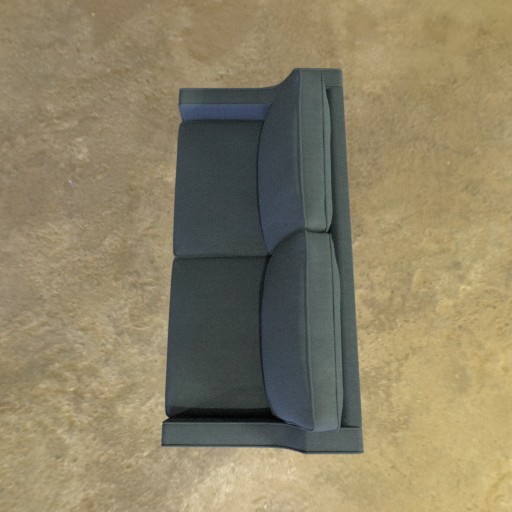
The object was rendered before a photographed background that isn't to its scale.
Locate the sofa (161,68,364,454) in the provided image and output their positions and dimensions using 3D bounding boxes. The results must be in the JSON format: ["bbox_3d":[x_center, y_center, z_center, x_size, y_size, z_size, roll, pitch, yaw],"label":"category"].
[{"bbox_3d":[0.000,0.000,2.774,1.066,1.071,2.178,0,75,0],"label":"sofa"}]
